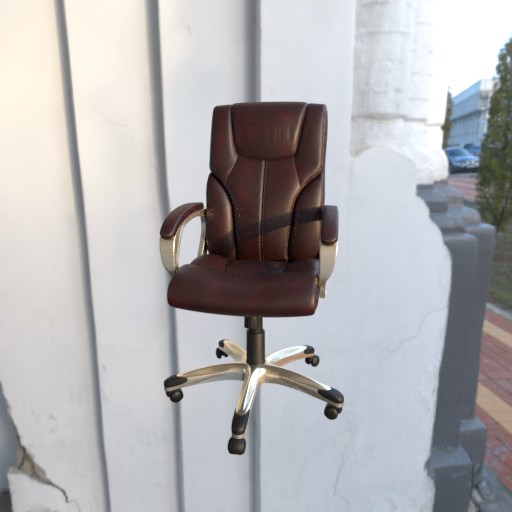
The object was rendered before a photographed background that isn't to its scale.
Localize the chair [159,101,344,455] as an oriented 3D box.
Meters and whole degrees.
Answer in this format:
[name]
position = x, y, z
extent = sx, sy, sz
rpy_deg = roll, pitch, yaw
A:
[chair]
position = 0.000, 0.000, 1.590
extent = 0.662, 1.107, 0.739
rpy_deg = 2, 14, 10
